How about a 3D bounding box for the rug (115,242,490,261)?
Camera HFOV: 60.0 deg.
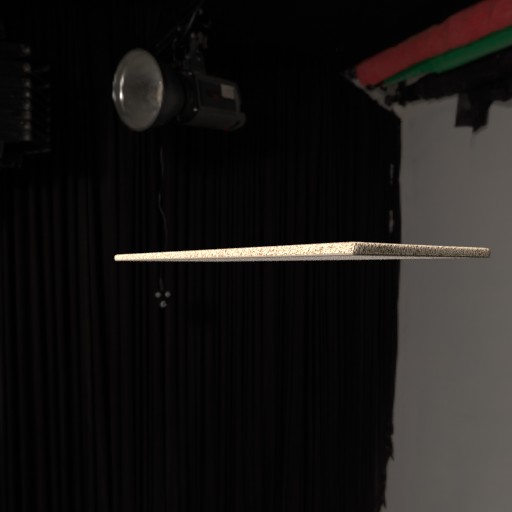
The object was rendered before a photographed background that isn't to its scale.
[{"bbox_3d":[0.000,0.000,1.738,0.609,0.030,1.524,1,-1,-36],"label":"rug"}]
